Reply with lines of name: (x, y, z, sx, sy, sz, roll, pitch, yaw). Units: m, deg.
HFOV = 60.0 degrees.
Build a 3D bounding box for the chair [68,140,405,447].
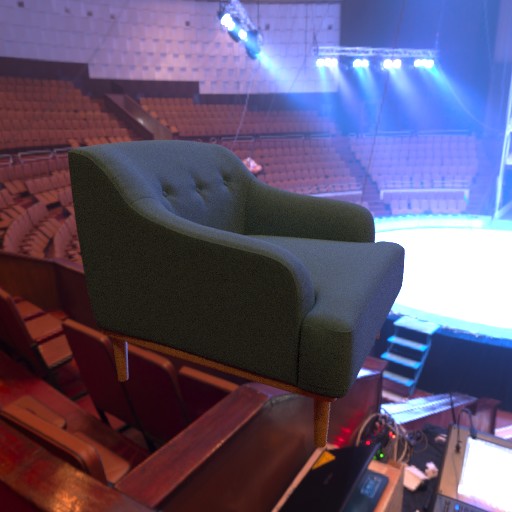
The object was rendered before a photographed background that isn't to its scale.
chair: (0.000, 0.000, 1.628, 0.951, 0.818, 0.946, 7, 17, 25)
